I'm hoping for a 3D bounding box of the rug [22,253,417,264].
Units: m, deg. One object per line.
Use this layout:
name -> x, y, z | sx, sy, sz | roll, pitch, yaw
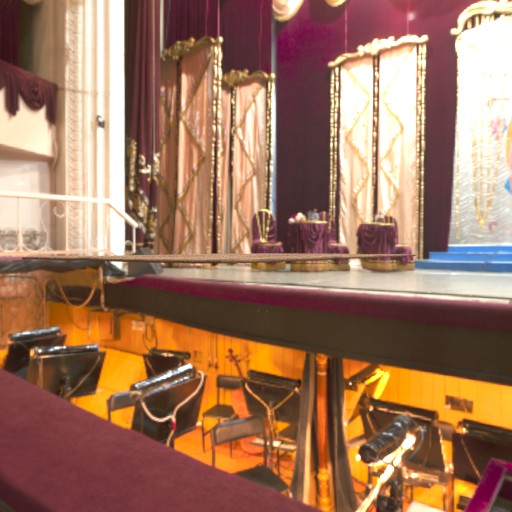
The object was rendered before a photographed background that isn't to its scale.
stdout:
rug -> 0.000, 0.000, 1.071 | 0.515, 0.007, 0.867 | 1, 1, 36
